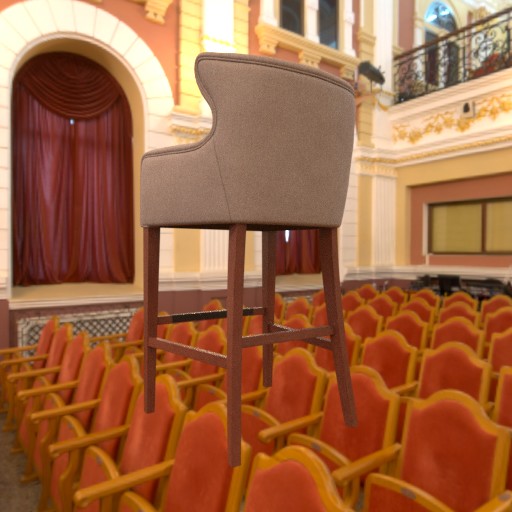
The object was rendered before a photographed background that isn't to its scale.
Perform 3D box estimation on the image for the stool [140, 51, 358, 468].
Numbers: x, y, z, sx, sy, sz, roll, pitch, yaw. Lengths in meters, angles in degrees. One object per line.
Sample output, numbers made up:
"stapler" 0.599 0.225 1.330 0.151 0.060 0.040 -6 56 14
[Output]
"stool" 0.000 0.000 1.408 0.575 1.047 0.575 0 0 -35
